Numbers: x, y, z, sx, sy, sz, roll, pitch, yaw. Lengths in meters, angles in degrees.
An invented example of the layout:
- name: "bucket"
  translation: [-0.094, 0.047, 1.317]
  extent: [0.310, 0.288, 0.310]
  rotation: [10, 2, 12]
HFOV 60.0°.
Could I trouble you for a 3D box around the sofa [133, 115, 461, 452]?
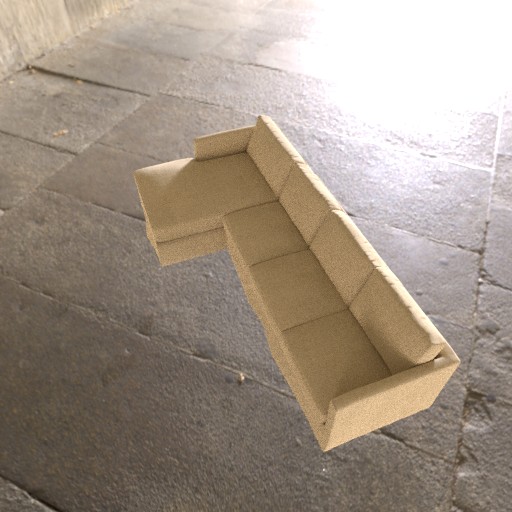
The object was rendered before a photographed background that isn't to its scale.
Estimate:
- name: "sofa"
  translation: [0.000, 0.000, 3.887]
  extent: [1.650, 0.922, 3.205]
  rotation: [-16, 49, -14]
